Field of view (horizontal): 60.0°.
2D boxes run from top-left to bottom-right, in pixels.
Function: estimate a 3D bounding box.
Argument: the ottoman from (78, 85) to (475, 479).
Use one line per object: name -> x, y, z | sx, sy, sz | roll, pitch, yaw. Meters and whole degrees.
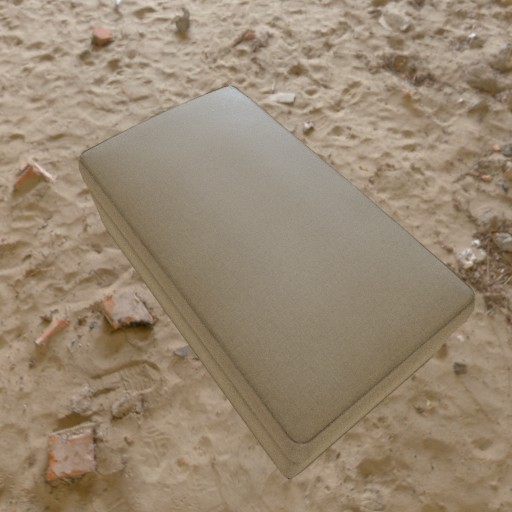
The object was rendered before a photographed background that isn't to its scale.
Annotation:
ottoman -> 0.000, 0.000, 1.390 | 0.617, 0.461, 1.097 | -33, 63, -19
